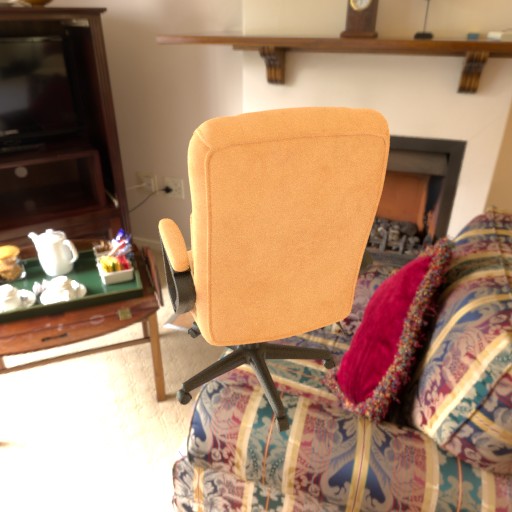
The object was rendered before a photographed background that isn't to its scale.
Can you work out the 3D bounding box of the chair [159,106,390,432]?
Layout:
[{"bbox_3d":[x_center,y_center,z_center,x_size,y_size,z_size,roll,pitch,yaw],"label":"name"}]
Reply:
[{"bbox_3d":[0.000,0.000,1.565,0.667,1.105,0.724,-9,29,-16],"label":"chair"}]
